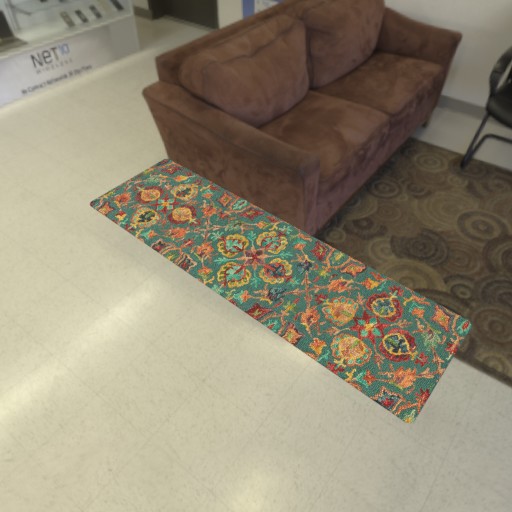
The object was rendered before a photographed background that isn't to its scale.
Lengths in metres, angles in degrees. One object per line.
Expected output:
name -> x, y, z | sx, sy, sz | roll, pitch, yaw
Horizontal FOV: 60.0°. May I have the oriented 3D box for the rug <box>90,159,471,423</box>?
rug -> 0.000, 0.000, 2.562 | 2.286, 0.013, 0.686 | 31, 54, 26
